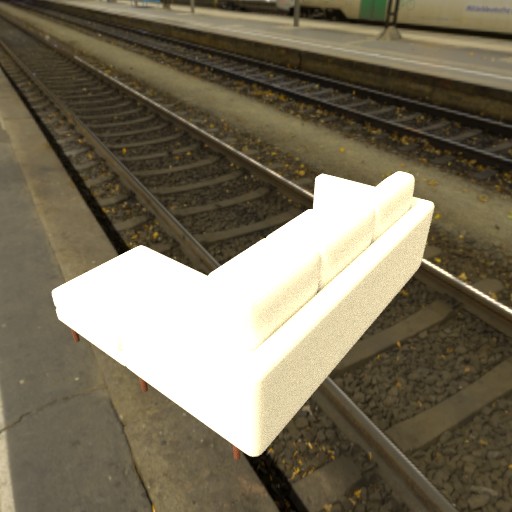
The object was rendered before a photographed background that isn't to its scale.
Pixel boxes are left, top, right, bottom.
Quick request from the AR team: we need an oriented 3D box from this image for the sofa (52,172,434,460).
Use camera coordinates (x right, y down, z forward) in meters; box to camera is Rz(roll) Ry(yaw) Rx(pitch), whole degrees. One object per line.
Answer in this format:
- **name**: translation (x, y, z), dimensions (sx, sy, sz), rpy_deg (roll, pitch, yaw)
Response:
- **sofa**: translation (0.000, 0.000, 2.900), dimensions (1.580, 0.899, 2.029), rpy_deg (22, 38, 31)
